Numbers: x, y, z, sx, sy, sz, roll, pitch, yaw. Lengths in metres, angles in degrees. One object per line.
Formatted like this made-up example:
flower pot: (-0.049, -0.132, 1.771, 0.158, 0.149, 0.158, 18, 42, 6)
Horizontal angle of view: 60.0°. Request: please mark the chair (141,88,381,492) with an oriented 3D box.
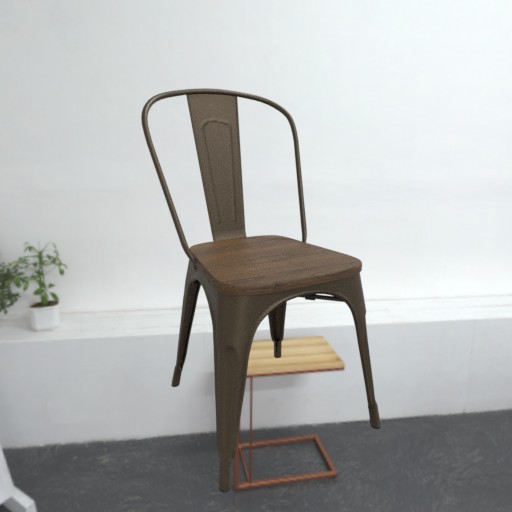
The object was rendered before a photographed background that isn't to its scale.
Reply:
chair: (0.000, 0.000, 1.141, 0.451, 0.844, 0.532, -9, 18, -27)
